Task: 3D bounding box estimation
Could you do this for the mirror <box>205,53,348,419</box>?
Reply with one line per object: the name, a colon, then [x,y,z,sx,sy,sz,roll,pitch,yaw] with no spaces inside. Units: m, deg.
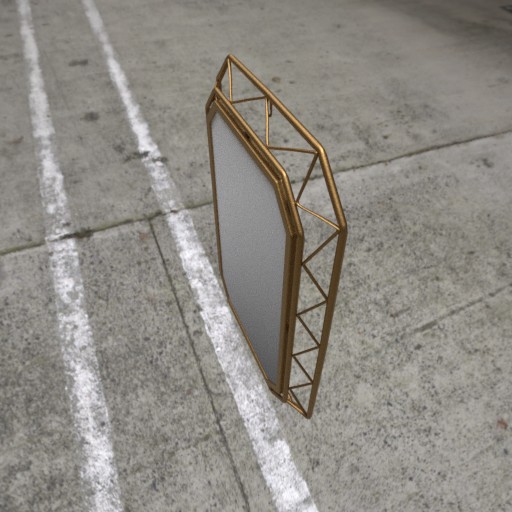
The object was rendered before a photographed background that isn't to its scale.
mirror: [0.000,0.000,0.743,0.042,0.566,0.417,-16,47,-16]
